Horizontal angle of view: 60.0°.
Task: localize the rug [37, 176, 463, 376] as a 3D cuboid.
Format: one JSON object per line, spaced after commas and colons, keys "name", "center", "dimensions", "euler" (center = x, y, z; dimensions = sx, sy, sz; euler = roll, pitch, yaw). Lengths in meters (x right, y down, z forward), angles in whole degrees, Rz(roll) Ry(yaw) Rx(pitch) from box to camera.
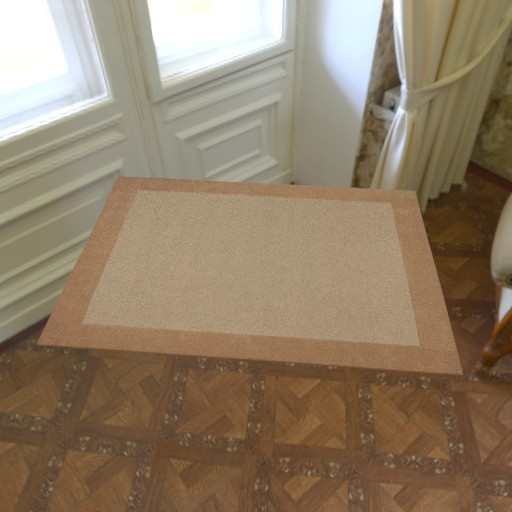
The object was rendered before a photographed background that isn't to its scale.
{"name": "rug", "center": [0.000, 0.000, 2.305], "dimensions": [1.829, 0.014, 1.219], "euler": [3, 47, 3]}
